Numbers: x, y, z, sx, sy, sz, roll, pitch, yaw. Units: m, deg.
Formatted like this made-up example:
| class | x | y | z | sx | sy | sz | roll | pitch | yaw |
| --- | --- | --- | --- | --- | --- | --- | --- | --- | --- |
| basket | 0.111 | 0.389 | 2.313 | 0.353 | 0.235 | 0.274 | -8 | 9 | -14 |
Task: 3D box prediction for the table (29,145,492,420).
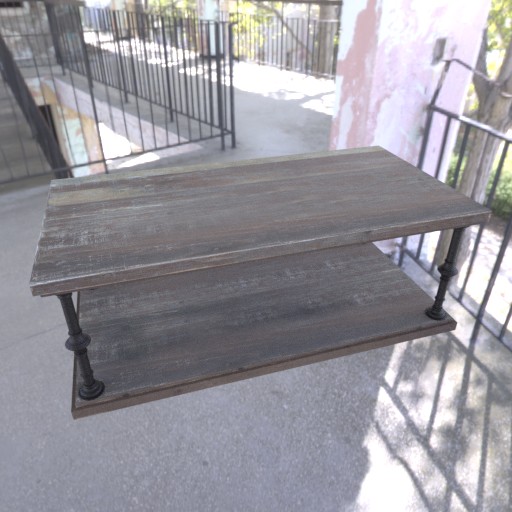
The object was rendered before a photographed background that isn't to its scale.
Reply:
| class | x | y | z | sx | sy | sz | roll | pitch | yaw |
| --- | --- | --- | --- | --- | --- | --- | --- | --- | --- |
| table | 0.000 | 0.000 | 1.321 | 1.088 | 0.399 | 0.554 | -9 | 33 | -15 |
